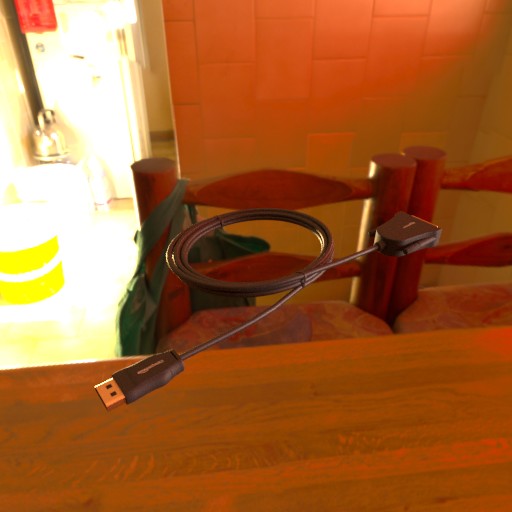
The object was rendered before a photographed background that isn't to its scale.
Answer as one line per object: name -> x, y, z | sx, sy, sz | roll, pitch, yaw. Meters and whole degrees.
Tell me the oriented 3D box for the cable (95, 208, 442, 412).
cable -> 0.000, 0.000, 0.330 | 0.281, 0.015, 0.136 | -22, 38, -31
